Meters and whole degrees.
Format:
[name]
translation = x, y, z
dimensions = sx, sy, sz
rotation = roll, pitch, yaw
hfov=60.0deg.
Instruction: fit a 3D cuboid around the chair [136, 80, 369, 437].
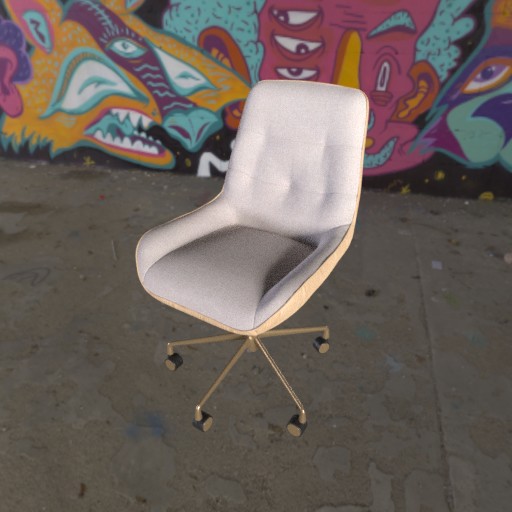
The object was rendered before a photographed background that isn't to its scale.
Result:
[chair]
translation = 0.000, 0.000, 1.384
dimensions = 0.564, 0.952, 0.668
rotation = 18, 34, 28
